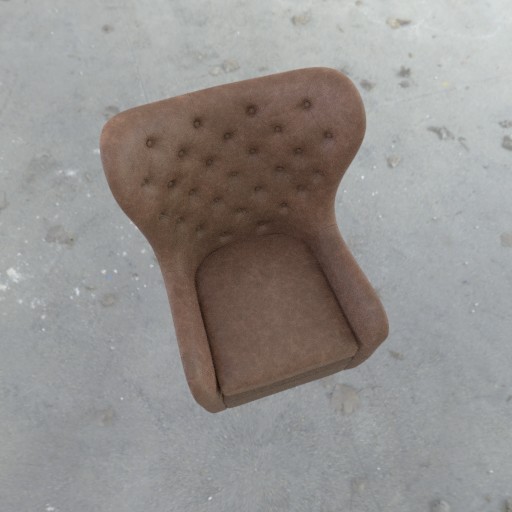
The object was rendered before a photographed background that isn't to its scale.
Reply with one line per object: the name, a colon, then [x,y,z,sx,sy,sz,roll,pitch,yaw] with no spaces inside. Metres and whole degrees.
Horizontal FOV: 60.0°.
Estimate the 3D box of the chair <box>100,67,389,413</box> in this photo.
chair: [0.000,0.000,1.737,0.831,1.079,0.930,-16,65,-8]
